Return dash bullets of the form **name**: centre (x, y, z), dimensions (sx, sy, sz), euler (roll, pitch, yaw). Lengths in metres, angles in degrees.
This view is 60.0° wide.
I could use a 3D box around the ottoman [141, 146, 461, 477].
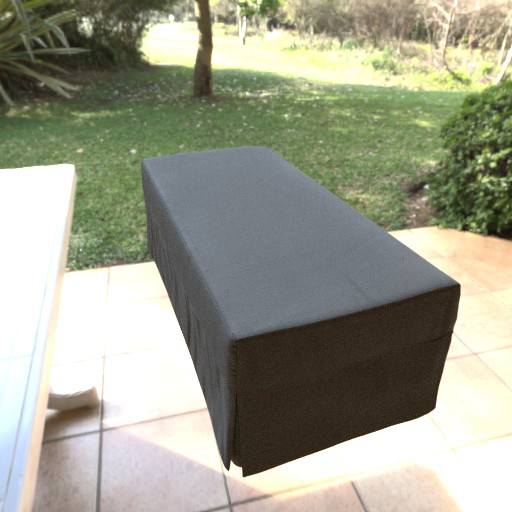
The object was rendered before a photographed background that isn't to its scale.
- **ottoman**: centre (0.000, 0.000, 1.660), dimensions (0.665, 0.457, 1.388), euler (-11, 32, -18)
